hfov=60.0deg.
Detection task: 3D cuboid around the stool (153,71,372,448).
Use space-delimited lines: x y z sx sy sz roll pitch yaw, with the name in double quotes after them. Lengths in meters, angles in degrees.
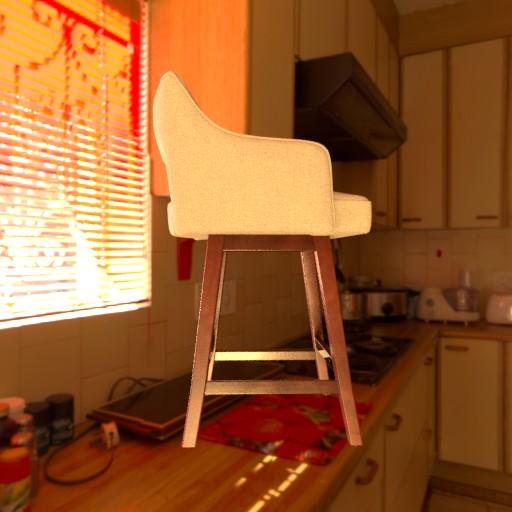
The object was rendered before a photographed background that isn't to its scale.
0.000 0.000 1.288 0.560 0.936 0.550 0 0 -2 "stool"
